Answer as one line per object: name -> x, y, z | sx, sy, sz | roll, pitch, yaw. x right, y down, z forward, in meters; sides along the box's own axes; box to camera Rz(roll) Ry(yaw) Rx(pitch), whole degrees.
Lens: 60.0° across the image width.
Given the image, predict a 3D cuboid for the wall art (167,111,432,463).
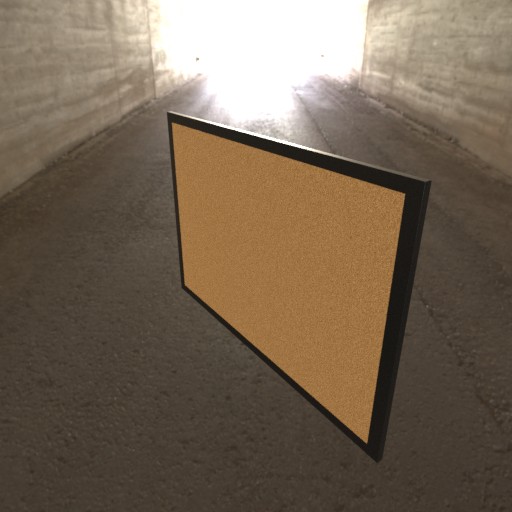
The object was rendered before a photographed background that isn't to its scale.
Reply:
wall art -> 0.000, 0.000, 1.029 | 0.015, 0.552, 0.819 | -17, 31, -31
